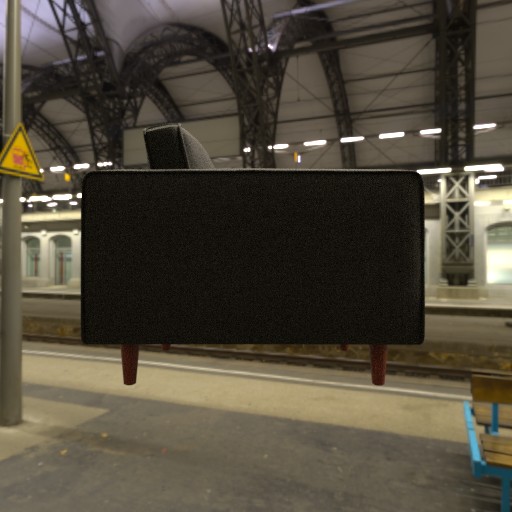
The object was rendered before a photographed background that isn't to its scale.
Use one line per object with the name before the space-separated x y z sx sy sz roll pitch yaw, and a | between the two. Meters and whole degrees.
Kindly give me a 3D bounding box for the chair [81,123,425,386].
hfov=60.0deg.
chair | 0.000 0.000 1.580 0.919 0.770 0.899 0 -1 0
